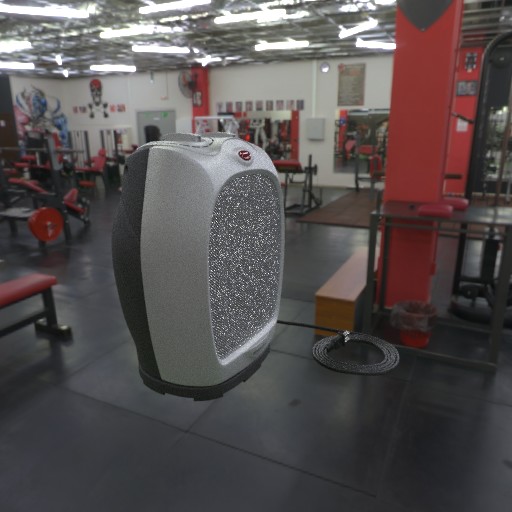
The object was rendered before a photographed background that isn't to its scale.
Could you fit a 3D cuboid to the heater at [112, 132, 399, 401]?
[{"bbox_3d":[0.000,0.000,0.474,0.291,0.255,0.239,9,19,27],"label":"heater"}]
